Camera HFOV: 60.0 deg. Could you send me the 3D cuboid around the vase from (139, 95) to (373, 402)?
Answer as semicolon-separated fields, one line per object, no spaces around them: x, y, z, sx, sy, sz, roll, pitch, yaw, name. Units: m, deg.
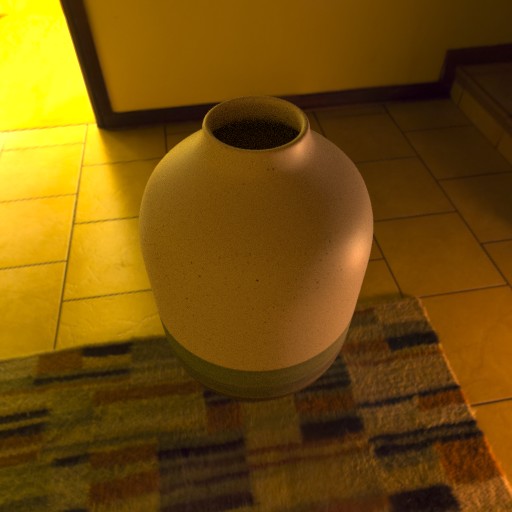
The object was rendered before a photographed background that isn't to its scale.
0.000;0.000;0.353;0.169;0.240;0.169;0;48;0;vase
